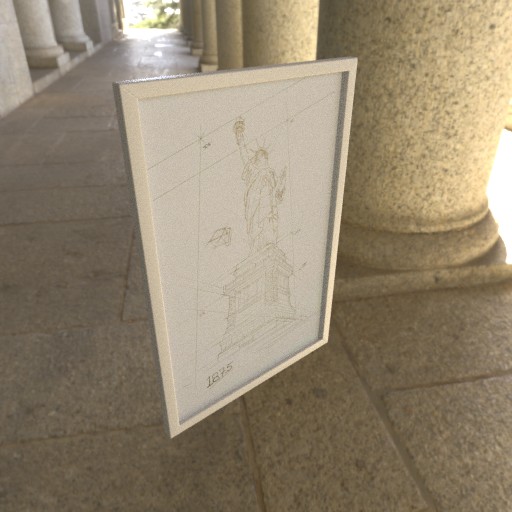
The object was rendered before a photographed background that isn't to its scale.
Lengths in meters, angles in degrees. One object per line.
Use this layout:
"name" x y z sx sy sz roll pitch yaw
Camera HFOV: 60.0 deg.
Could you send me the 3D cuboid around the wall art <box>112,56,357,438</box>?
"wall art" 0.000 0.000 1.032 0.556 0.813 0.026 -22 37 -33
